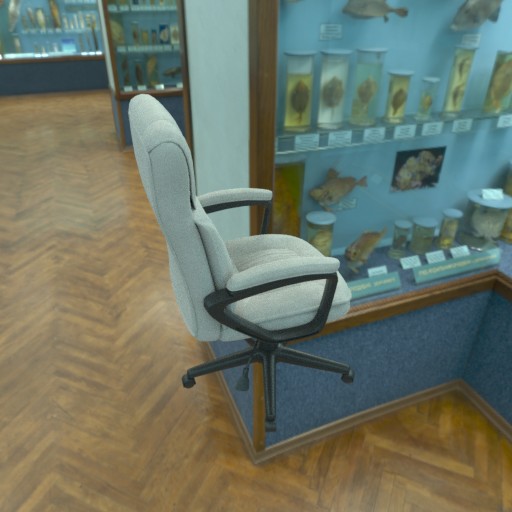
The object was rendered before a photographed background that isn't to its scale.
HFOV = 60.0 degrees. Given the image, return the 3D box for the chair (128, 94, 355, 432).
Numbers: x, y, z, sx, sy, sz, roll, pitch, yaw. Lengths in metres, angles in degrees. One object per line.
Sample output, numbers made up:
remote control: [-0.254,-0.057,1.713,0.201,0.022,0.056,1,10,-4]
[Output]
chair: [0.000,0.000,1.589,0.724,1.105,0.667,-10,32,-16]
